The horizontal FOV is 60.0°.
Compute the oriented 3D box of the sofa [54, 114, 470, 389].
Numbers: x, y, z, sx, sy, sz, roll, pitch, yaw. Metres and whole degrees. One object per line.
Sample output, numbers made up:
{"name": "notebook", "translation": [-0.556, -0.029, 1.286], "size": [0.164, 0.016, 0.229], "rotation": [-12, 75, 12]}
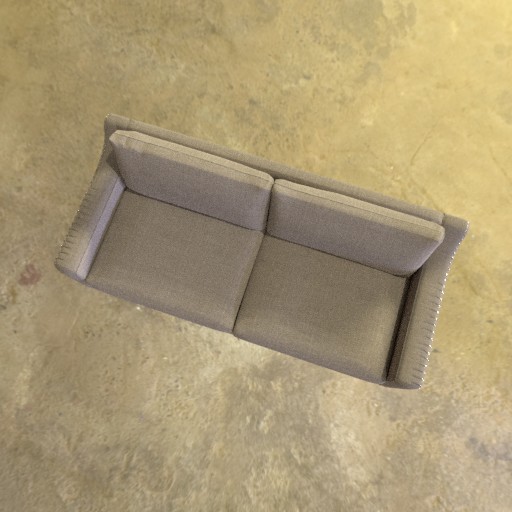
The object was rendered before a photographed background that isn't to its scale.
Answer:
{"name": "sofa", "translation": [0.000, 0.000, 2.717], "size": [2.208, 0.857, 1.000], "rotation": [18, 76, 5]}
